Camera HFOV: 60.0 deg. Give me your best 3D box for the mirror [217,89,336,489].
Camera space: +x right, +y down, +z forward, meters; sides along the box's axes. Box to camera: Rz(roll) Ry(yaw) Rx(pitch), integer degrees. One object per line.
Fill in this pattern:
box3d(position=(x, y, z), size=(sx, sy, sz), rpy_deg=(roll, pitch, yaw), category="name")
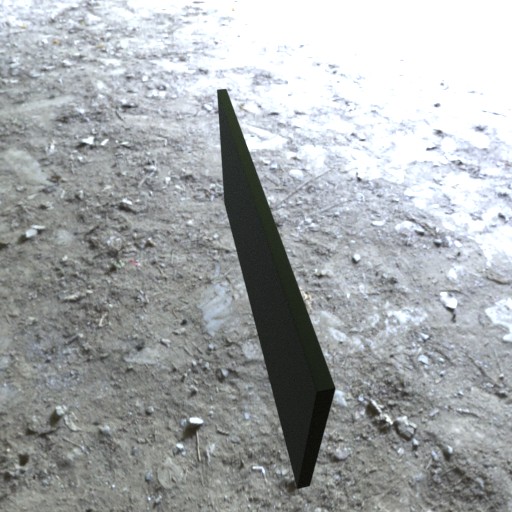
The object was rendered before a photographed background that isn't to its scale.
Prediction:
box3d(position=(0.000, 0.000, 1.816), size=(0.047, 0.692, 1.584), rpy_deg=(-9, 46, -8), category="mirror")
